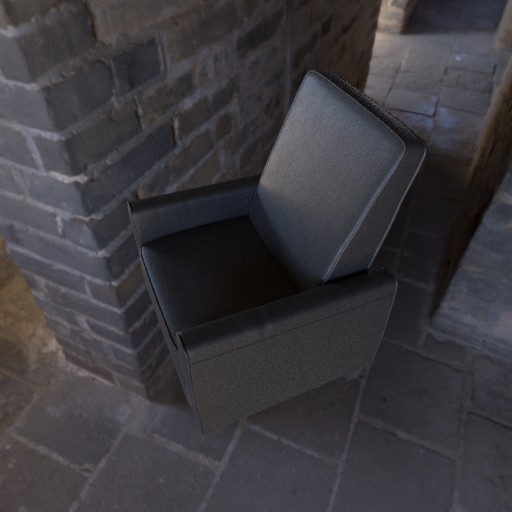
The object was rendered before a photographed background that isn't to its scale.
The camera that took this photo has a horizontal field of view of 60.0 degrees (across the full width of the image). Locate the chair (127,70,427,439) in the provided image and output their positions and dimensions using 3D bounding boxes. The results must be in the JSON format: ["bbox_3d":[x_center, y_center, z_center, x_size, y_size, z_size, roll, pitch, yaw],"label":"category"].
[{"bbox_3d":[0.000,0.000,1.525,0.746,1.013,0.705,-17,48,-16],"label":"chair"}]
